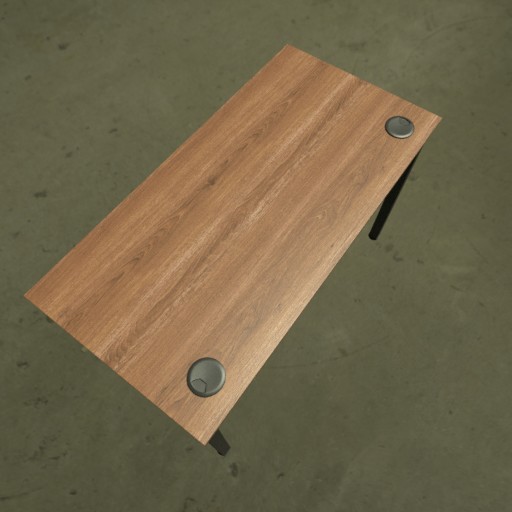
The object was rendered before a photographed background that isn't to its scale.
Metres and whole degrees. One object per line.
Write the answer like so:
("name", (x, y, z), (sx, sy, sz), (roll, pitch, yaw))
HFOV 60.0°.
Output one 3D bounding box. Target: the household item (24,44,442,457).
("household item", (0.000, 0.000, 1.606), (0.600, 0.750, 1.200), (33, 67, 16))
